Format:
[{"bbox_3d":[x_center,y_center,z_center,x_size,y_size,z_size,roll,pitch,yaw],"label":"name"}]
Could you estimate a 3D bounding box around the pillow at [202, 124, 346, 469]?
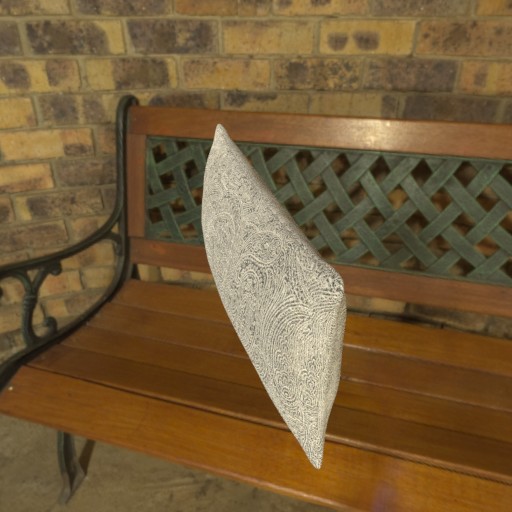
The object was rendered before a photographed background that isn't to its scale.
[{"bbox_3d":[0.000,0.000,0.745,0.151,0.295,0.615,-8,32,-13],"label":"pillow"}]
